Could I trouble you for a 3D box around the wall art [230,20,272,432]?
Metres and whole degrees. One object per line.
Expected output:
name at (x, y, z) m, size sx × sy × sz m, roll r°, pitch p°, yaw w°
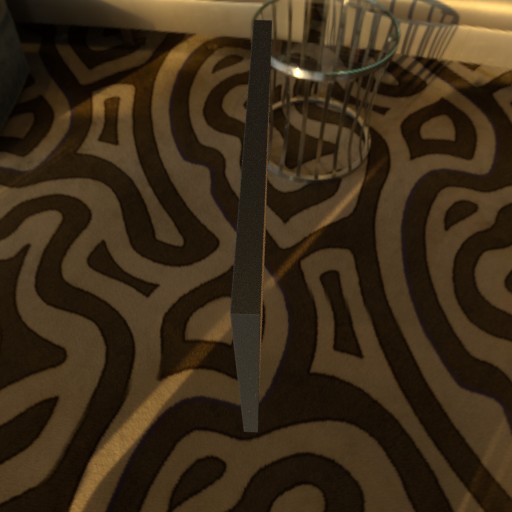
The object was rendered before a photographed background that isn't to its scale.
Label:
wall art at (0.000, 0.000, 0.698) m, size 0.025 × 0.508 × 0.432 m, roll 2°, pitch 58°, yaw 1°
